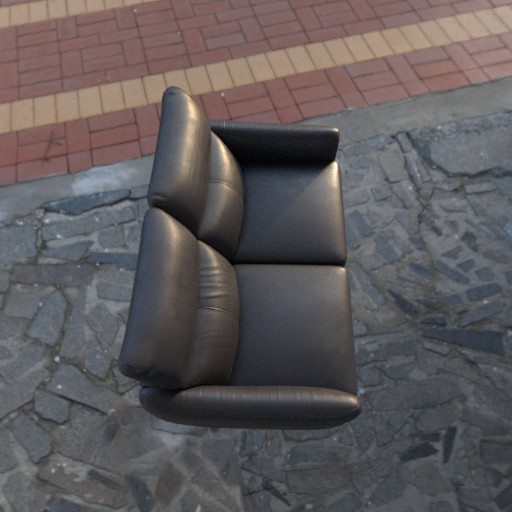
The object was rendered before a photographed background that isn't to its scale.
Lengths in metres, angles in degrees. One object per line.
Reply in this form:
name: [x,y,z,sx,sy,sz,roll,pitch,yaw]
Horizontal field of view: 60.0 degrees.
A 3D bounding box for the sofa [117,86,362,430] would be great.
sofa: [0.000,0.000,2.229,0.958,0.920,1.596,1,63,1]
